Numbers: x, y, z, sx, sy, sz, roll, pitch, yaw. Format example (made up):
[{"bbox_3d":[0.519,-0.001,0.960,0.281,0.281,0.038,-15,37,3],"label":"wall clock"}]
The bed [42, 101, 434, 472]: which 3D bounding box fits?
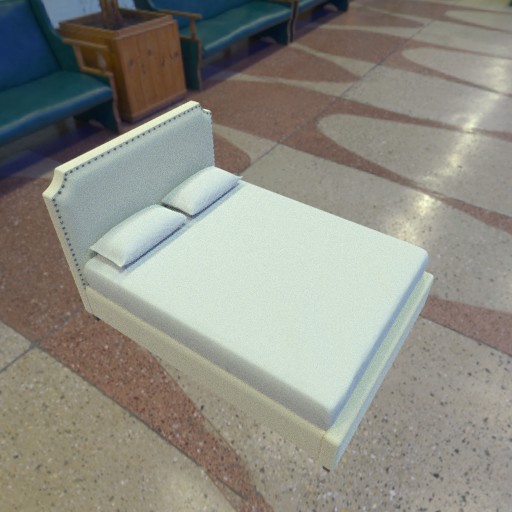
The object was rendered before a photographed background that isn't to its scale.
[{"bbox_3d":[0.000,0.000,3.371,2.329,1.415,1.703,25,47,25],"label":"bed"}]
